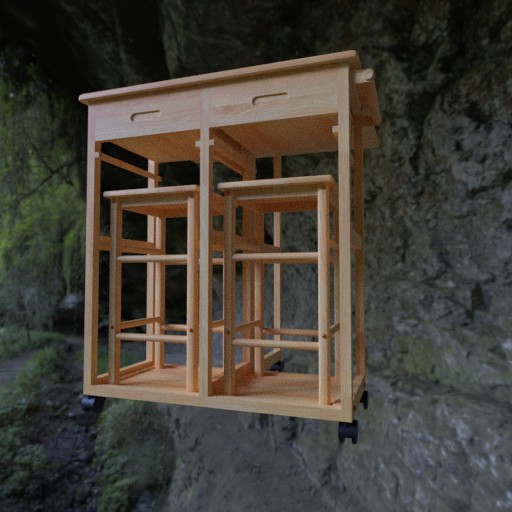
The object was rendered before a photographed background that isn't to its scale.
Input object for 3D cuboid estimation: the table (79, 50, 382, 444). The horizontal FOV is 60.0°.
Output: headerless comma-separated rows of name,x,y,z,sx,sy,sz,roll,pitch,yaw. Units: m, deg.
table,0.000,0.000,1.350,0.752,0.832,0.693,-1,-3,19
